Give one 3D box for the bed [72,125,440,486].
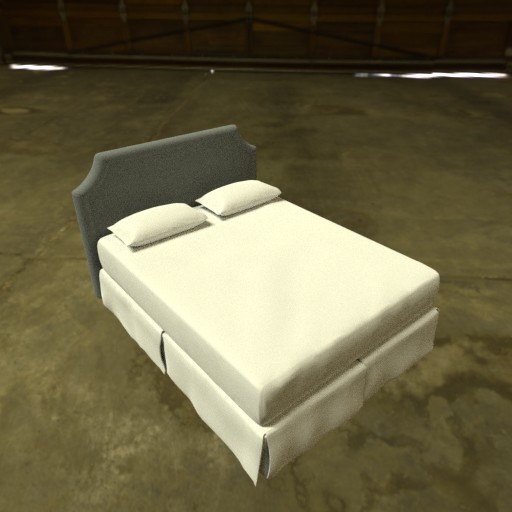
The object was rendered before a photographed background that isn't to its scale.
[{"bbox_3d":[0.000,0.000,3.327,1.811,1.296,2.259,-23,38,-33],"label":"bed"}]
